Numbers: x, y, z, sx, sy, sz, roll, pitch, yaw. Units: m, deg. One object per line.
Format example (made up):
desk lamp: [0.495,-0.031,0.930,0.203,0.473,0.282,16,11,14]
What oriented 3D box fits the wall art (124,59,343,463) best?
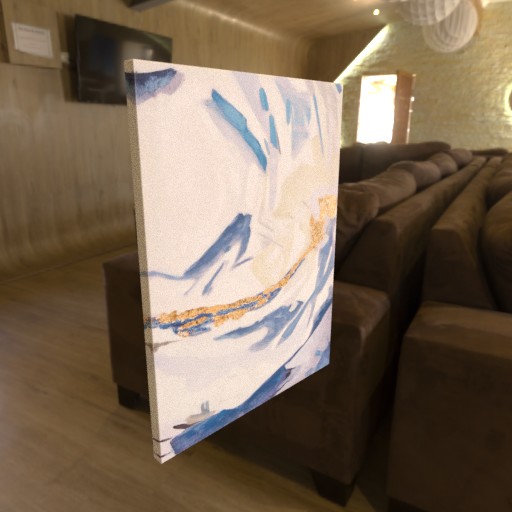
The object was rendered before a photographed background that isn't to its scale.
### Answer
wall art: [0.000,0.000,1.331,0.761,1.015,0.038,-15,22,-43]
